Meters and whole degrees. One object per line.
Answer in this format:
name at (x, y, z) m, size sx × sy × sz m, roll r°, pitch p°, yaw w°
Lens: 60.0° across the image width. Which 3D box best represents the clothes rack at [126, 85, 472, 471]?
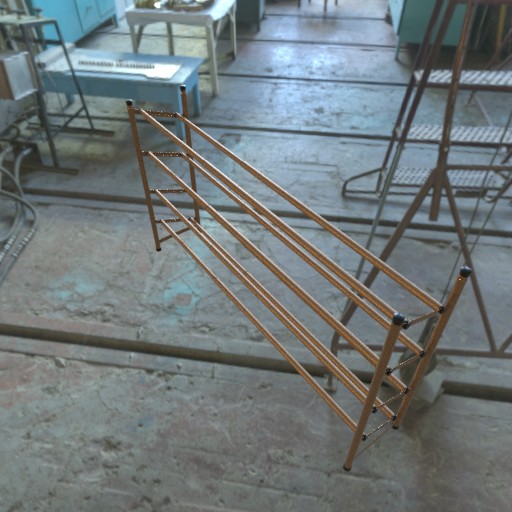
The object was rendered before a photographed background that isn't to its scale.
clothes rack at (0.000, 0.000, 1.411) m, size 0.229 × 0.672 × 1.168 m, roll -27°, pitch 49°, yaw -26°
